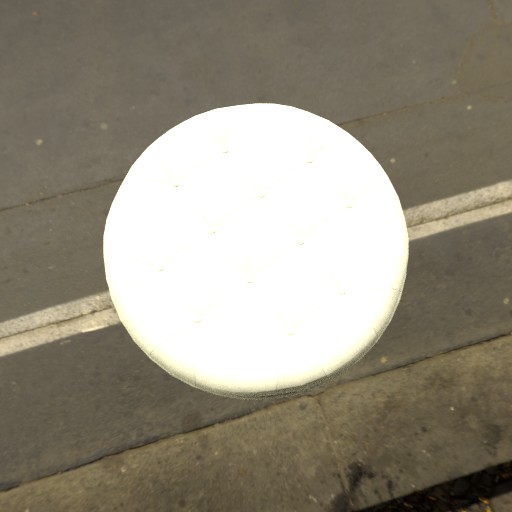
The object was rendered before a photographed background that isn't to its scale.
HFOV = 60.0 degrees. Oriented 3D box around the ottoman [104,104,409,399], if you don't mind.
[{"bbox_3d":[0.000,0.000,1.404,0.850,0.483,0.850,0,75,0],"label":"ottoman"}]
